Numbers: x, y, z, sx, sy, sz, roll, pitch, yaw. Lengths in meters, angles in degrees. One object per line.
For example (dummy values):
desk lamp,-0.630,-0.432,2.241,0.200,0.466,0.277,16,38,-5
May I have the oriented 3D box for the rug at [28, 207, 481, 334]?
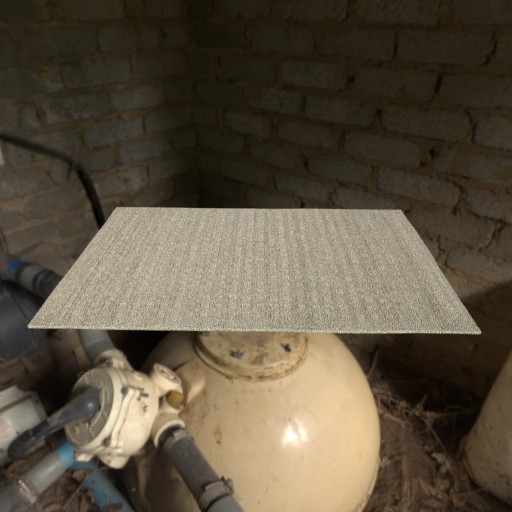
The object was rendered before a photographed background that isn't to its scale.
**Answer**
rug,0.000,0.000,2.896,2.297,0.018,1.532,1,29,1
